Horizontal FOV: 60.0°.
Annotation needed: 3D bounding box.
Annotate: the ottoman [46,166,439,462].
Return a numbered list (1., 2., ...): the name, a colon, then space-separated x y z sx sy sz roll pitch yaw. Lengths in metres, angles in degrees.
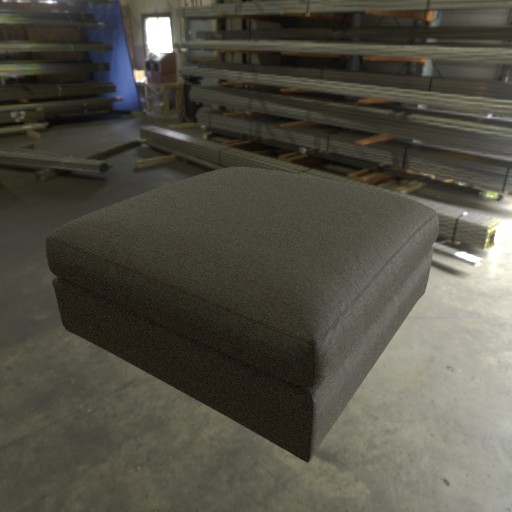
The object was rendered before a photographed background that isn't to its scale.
1. ottoman: 0.000 0.000 1.630 1.041 0.470 1.041 17 31 31
